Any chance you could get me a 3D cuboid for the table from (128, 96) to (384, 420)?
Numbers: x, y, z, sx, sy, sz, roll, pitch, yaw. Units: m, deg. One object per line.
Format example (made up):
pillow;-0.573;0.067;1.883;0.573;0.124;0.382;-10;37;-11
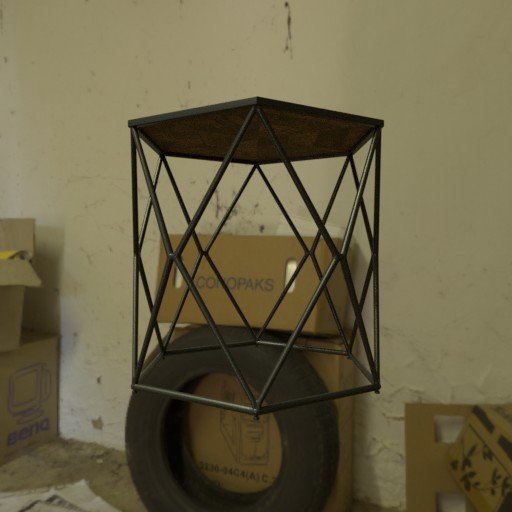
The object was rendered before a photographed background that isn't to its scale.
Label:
table;0.000;0.000;1.054;0.579;0.564;0.578;0;1;0
